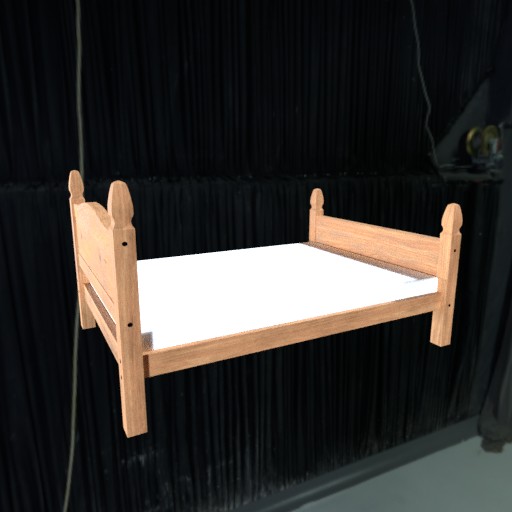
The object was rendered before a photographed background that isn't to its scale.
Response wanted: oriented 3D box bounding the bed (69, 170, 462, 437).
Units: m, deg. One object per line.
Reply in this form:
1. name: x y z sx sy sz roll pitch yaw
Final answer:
1. bed: 0.000 0.000 2.917 2.069 1.100 1.490 -7 14 -28
